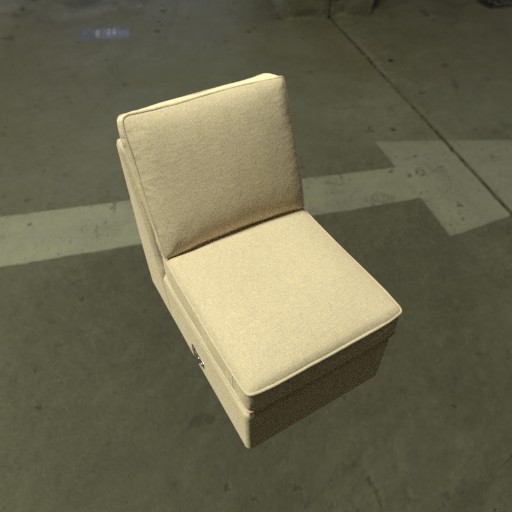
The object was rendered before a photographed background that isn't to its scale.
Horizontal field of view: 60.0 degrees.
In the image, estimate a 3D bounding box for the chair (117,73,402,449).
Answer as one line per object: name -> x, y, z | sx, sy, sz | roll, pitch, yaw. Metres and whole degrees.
chair -> 0.000, 0.000, 1.617 | 0.621, 0.970, 0.938 | -23, 50, -20
